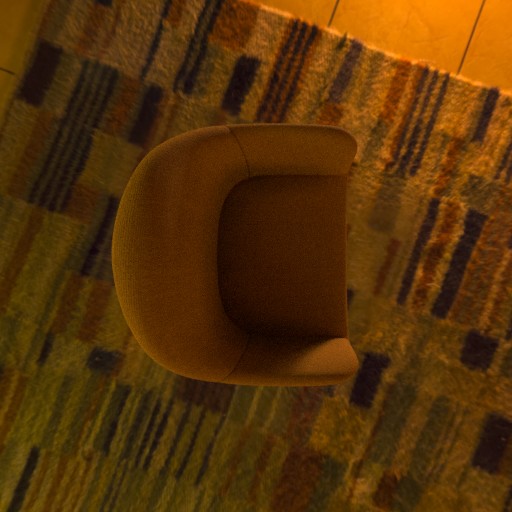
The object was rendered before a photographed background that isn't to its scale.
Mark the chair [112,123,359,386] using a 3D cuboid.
[{"bbox_3d":[0.000,0.000,1.209,0.550,0.795,0.590,0,89,0],"label":"chair"}]
